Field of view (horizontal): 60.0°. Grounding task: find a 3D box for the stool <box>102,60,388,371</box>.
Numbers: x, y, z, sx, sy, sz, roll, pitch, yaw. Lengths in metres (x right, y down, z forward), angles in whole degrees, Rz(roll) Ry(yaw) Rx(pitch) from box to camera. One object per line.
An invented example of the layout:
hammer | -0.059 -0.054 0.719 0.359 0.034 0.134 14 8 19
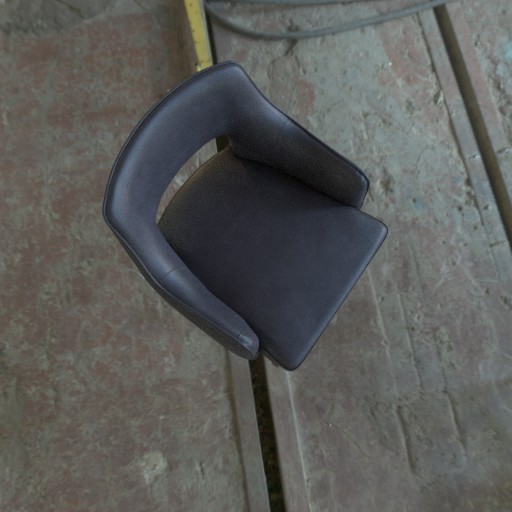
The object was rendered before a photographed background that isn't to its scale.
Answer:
stool | 0.000 0.000 1.343 0.560 1.041 0.550 35 78 9
